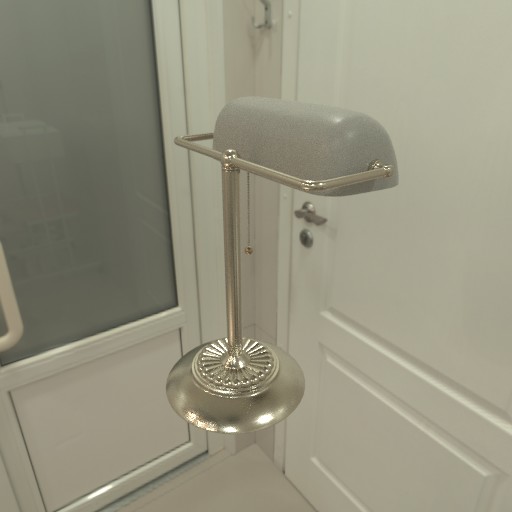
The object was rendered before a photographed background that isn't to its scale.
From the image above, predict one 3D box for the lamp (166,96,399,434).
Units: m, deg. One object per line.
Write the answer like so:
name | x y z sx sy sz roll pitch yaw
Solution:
lamp | 0.000 0.000 0.521 0.243 0.339 0.264 -17 30 -32
